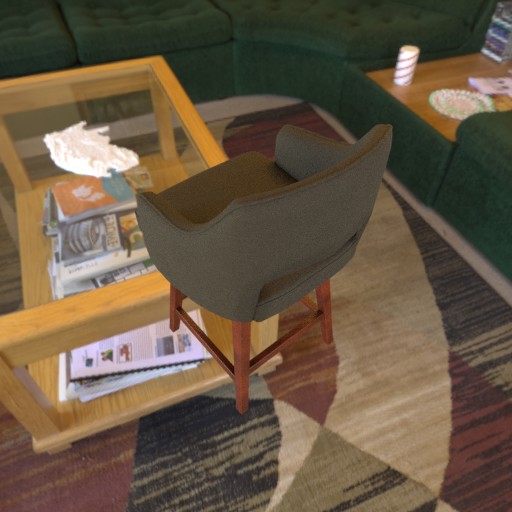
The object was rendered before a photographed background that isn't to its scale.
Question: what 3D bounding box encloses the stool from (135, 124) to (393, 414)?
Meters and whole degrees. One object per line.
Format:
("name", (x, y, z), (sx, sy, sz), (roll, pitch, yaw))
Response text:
("stool", (0.000, 0.000, 1.298), (0.548, 0.912, 0.558), (-31, 54, -26))
